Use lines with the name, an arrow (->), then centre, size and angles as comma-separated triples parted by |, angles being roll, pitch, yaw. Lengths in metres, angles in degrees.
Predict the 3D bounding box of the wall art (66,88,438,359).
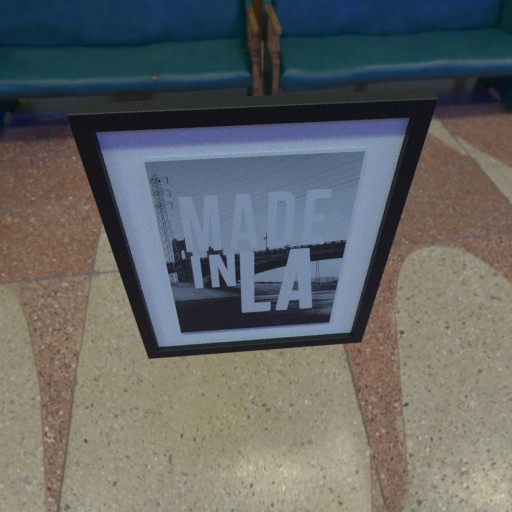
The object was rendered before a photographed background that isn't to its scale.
wall art -> 0.000, 0.000, 0.753 | 0.457, 0.559, 0.028 | -4, 47, -3
